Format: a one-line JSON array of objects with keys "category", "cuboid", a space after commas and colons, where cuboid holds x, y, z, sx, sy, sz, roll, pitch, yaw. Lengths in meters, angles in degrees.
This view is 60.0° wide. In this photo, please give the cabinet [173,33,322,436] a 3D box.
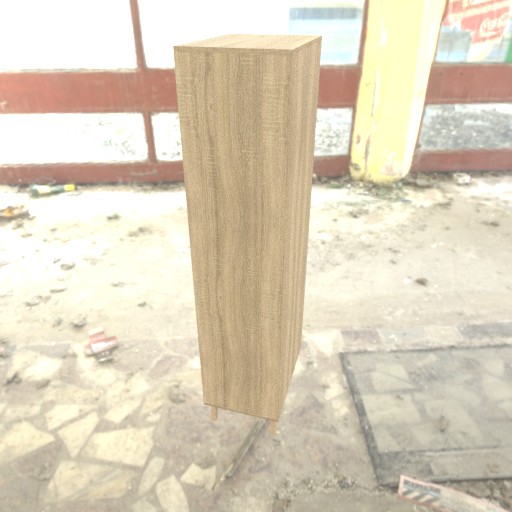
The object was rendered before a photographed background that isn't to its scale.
[{"category": "cabinet", "cuboid": [0.000, 0.000, 2.106, 0.400, 1.850, 0.570, 8, 32, 14]}]
